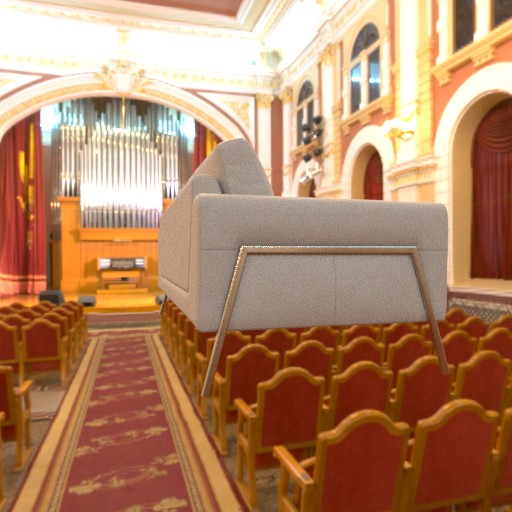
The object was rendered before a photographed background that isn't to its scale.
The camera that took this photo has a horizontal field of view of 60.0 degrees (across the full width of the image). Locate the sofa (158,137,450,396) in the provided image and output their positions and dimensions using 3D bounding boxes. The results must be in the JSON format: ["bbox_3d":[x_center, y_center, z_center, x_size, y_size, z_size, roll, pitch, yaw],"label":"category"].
[{"bbox_3d":[0.000,0.000,2.479,0.953,0.875,2.017,0,0,-16],"label":"sofa"}]
